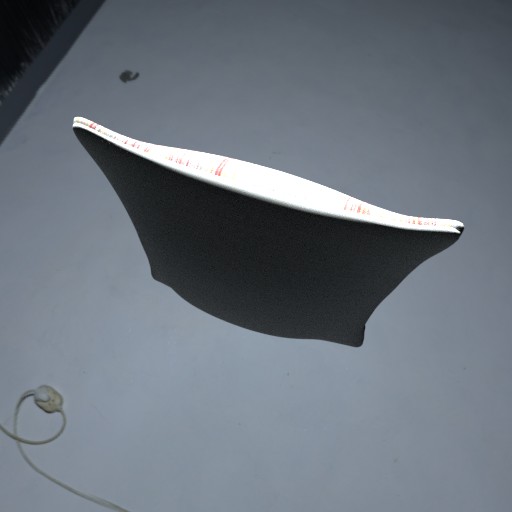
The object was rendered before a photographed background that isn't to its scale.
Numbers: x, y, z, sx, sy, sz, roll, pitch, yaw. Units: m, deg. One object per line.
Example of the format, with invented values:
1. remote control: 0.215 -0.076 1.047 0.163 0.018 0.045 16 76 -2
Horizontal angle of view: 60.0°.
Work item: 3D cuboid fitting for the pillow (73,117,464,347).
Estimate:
1. pillow: 0.000 0.000 0.680 0.451 0.449 0.191 17 65 8
